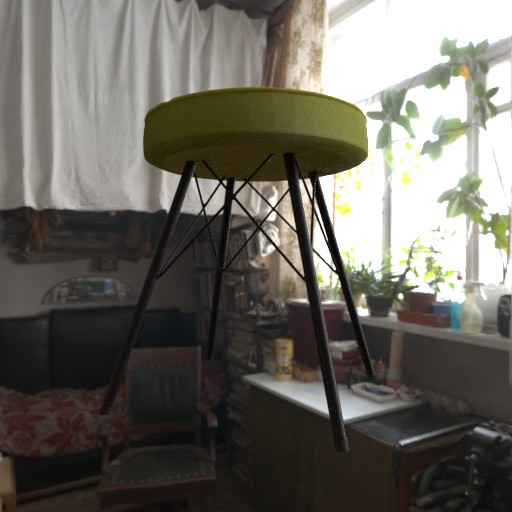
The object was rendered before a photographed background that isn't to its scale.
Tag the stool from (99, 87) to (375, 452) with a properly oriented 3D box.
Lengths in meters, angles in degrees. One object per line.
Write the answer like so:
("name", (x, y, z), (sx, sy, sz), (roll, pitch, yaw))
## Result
("stool", (0.000, 0.000, 0.830), (0.409, 0.508, 0.409), (0, 1, 20))
